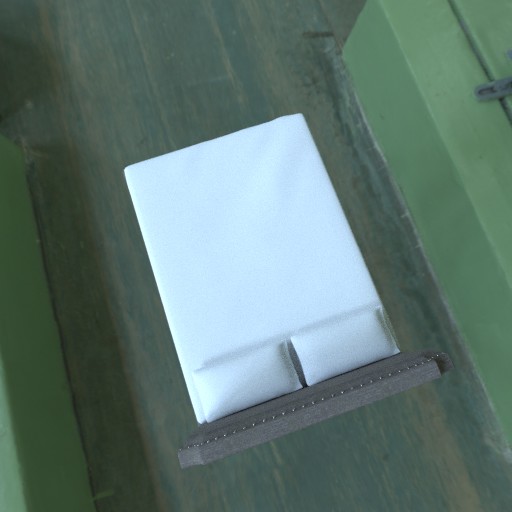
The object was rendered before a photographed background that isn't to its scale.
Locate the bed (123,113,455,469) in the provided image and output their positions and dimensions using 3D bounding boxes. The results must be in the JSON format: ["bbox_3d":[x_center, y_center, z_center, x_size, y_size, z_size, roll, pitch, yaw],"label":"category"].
[{"bbox_3d":[0.000,0.000,3.441,1.713,1.457,2.381,-18,77,-5],"label":"bed"}]
